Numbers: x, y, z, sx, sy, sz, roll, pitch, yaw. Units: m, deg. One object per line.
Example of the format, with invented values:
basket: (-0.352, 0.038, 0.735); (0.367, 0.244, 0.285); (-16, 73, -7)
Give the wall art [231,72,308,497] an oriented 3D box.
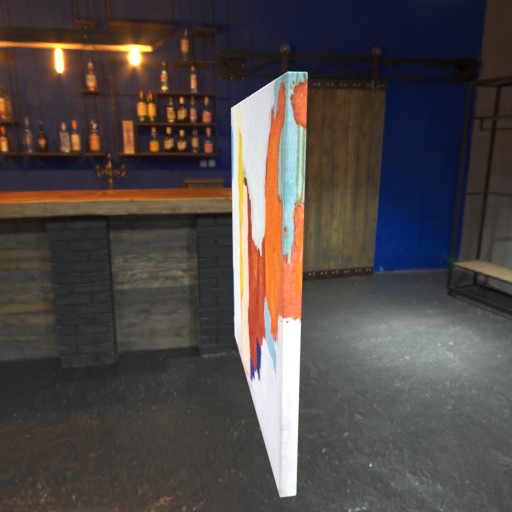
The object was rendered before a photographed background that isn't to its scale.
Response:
wall art: (0.000, 0.000, 1.494); (0.044, 1.017, 1.017); (-2, 15, -9)
